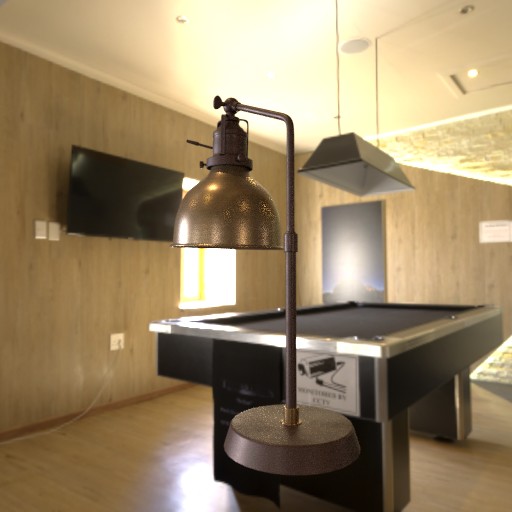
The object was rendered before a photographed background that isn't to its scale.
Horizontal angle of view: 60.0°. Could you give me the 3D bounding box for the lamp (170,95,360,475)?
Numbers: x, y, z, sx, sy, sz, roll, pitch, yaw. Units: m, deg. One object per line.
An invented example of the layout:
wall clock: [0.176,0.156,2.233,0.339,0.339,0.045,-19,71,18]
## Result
lamp: [0.000,0.000,0.604,0.175,0.469,0.298,2,-3,-37]
